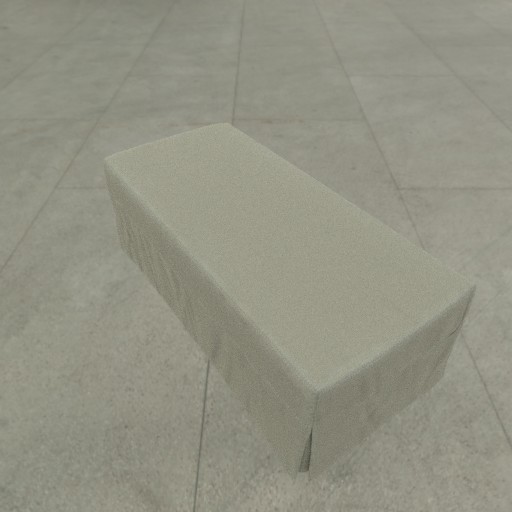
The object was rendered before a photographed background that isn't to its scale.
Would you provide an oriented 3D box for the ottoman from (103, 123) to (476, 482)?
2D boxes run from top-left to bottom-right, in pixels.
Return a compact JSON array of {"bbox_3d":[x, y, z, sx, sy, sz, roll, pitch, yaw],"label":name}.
[{"bbox_3d":[0.000,0.000,1.670,0.665,0.457,1.388,-25,47,-26],"label":"ottoman"}]
